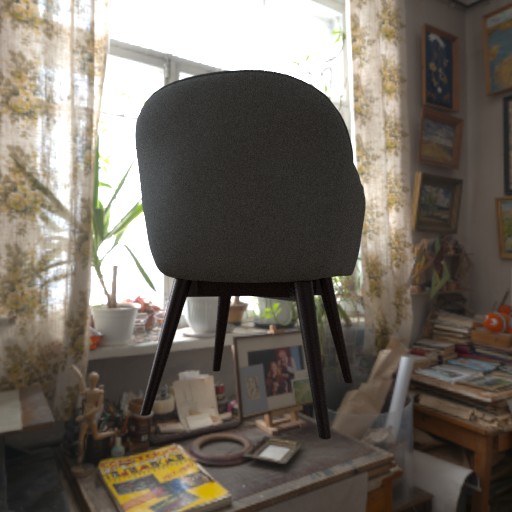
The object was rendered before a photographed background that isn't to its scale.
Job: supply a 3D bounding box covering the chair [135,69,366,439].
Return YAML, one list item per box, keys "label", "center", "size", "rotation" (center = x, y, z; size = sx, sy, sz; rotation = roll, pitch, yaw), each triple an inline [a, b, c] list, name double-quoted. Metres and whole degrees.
- label: "chair"
  center: [0.000, 0.000, 1.259]
  size: [0.589, 0.810, 0.611]
  rotation: [0, 0, 18]
